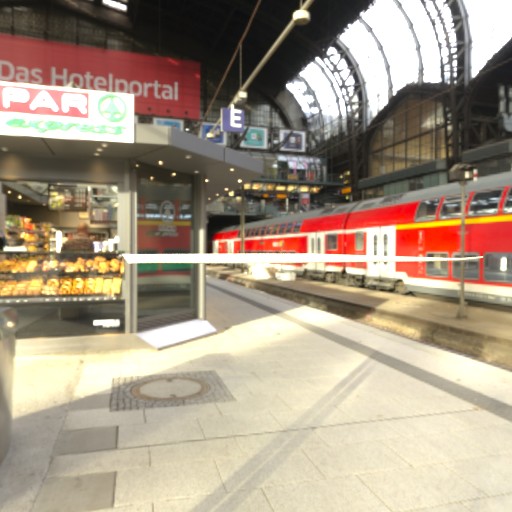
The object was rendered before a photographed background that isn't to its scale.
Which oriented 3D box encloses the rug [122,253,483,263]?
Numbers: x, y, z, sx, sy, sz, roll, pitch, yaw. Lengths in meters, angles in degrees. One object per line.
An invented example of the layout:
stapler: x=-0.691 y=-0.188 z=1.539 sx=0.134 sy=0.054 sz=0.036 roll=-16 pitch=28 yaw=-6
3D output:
rug: x=0.000 y=0.000 z=3.990 sx=2.277 sy=0.035 sz=2.897 roll=0 pitch=1 yaw=-17
